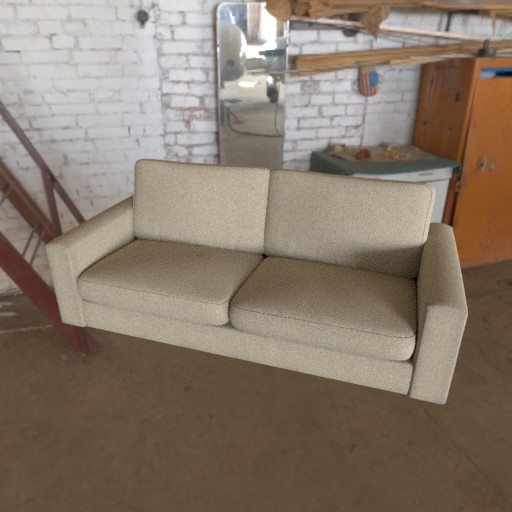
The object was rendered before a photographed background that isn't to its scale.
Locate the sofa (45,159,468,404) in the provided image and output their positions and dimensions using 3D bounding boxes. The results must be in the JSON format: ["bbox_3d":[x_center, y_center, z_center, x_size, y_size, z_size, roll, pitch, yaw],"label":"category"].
[{"bbox_3d":[0.000,0.000,2.602,2.179,0.873,1.016,8,28,16],"label":"sofa"}]
